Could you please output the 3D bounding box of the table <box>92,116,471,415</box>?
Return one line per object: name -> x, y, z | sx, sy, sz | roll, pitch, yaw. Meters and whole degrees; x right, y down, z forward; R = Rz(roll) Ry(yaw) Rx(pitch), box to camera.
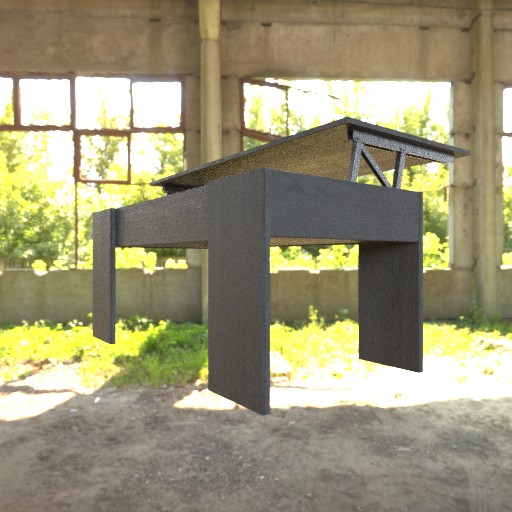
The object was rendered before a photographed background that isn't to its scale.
table -> 0.000, 0.000, 1.391 | 0.711, 0.570, 1.000 | 0, 0, -37
